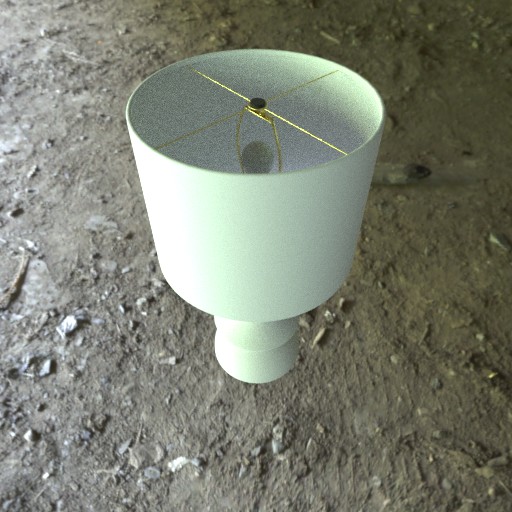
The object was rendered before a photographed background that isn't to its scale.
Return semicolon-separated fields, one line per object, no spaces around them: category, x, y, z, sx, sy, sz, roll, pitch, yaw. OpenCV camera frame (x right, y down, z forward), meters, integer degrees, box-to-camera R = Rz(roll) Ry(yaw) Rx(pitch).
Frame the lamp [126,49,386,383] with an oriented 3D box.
lamp;0.000;0.000;0.715;0.301;0.533;0.301;-33;54;-27
